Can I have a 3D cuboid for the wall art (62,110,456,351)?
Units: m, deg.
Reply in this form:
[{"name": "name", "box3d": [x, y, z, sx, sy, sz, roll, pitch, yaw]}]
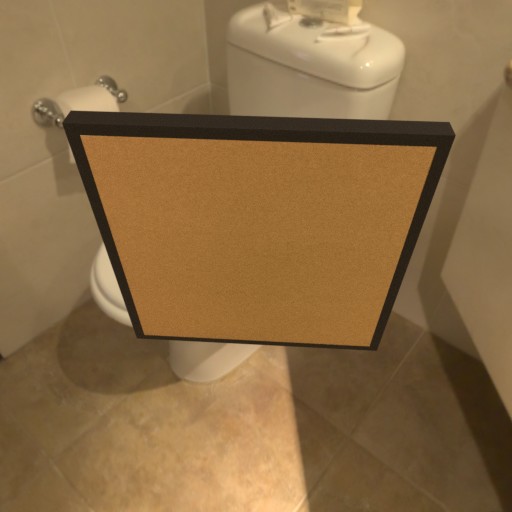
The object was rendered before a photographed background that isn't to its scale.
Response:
[{"name": "wall art", "box3d": [0.000, 0.000, 0.765, 0.508, 0.507, 0.033, 2, 46, 2]}]
